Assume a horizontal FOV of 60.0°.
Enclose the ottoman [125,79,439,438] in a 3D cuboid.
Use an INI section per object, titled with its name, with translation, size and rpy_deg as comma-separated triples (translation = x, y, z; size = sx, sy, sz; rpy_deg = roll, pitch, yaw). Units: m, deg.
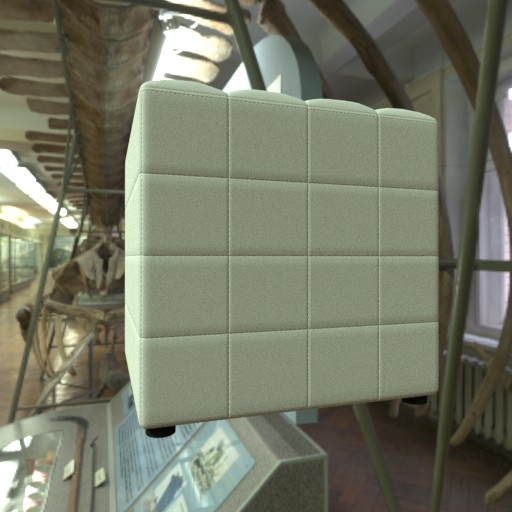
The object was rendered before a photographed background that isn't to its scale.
[ottoman]
translation = 0.000, 0.000, 0.777
size = 0.425, 0.432, 0.425
rpy_deg = 0, 0, -19
